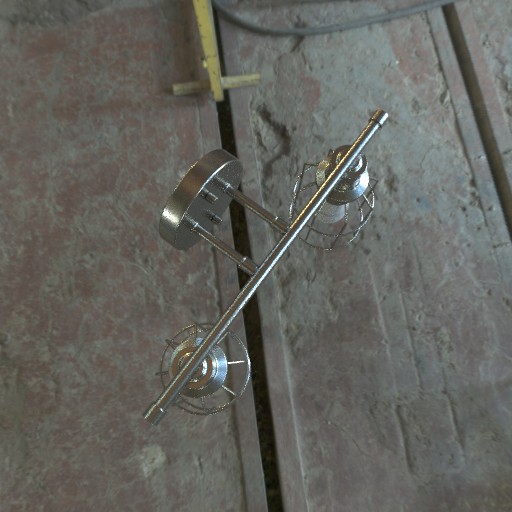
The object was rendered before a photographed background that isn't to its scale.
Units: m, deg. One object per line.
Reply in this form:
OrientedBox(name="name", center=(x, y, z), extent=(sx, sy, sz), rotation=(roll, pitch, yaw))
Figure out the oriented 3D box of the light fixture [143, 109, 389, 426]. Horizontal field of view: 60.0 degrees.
OrientedBox(name="light fixture", center=(0.000, 0.000, 0.531), extent=(0.165, 0.254, 0.406), rotation=(36, 78, 9))
